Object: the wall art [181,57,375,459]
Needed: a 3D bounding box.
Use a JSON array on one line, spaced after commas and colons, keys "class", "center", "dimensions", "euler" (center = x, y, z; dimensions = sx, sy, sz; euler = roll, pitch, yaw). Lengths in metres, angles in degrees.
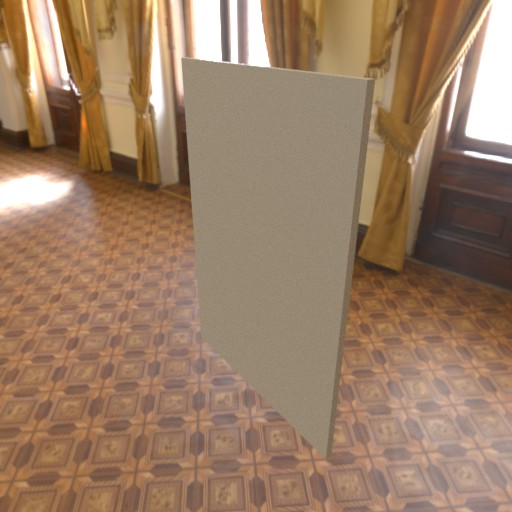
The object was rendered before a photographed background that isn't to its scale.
[{"class": "wall art", "center": [0.000, 0.000, 0.599], "dimensions": [0.010, 0.474, 0.325], "euler": [-19, 33, -32]}]
